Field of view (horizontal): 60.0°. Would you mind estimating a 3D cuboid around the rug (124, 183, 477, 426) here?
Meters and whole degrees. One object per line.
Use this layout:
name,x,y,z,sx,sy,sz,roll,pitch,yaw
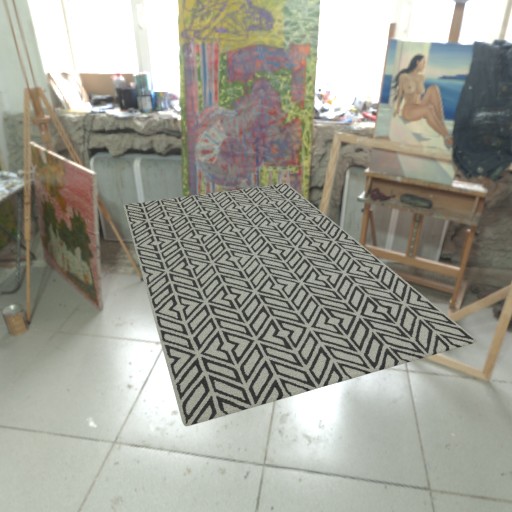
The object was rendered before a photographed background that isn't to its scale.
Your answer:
rug,0.000,0.000,3.027,1.523,0.008,2.438,-10,31,-17
